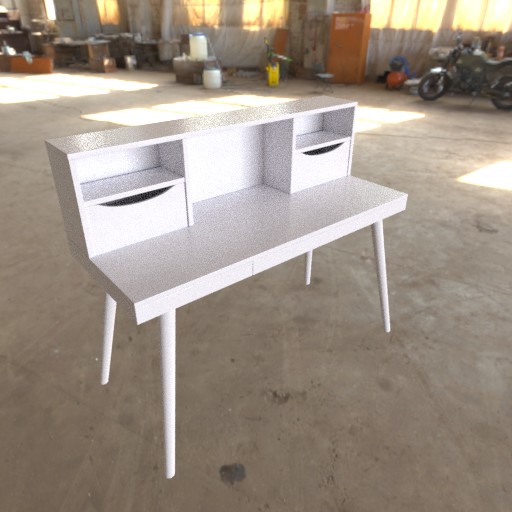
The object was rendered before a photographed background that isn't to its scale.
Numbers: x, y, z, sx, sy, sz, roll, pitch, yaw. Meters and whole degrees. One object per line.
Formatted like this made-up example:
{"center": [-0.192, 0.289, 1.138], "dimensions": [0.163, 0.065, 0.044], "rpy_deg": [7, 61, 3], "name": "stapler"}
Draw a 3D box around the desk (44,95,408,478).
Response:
{"center": [0.000, 0.000, 1.708], "dimensions": [1.199, 0.990, 0.559], "rpy_deg": [-22, 36, -34], "name": "desk"}
